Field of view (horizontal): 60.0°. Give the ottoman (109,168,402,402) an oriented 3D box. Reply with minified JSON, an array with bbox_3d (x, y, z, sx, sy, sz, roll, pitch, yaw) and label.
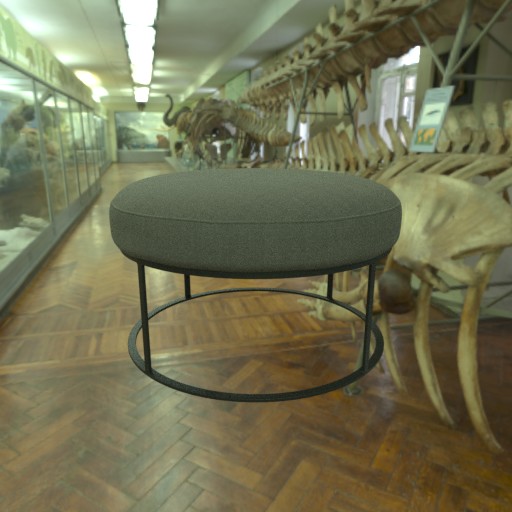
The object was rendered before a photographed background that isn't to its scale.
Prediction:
[{"bbox_3d":[0.000,0.000,1.253,0.772,0.460,0.772,0,15,0],"label":"ottoman"}]
